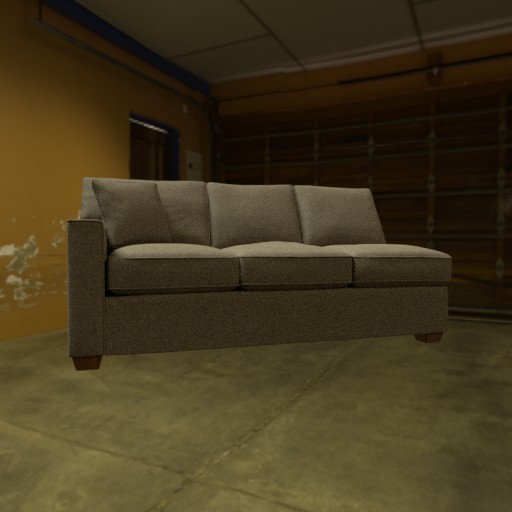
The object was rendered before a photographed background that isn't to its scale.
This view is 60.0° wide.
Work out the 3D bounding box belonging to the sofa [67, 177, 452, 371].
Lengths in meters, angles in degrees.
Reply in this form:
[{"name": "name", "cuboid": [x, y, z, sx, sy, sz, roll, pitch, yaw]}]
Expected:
[{"name": "sofa", "cuboid": [0.000, 0.000, 2.591, 1.963, 0.946, 1.034, 0, 1, -18]}]
